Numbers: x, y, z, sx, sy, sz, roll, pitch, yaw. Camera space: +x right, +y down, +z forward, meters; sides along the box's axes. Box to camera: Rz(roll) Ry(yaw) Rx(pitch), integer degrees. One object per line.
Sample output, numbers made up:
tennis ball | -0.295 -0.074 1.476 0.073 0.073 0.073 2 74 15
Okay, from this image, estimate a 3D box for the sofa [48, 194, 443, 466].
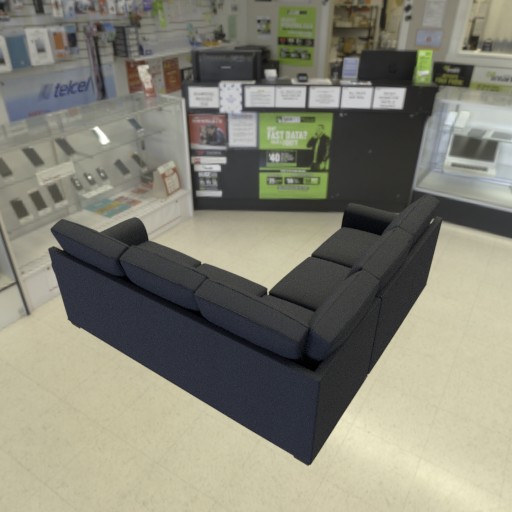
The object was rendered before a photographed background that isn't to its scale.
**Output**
sofa | 0.000 0.000 4.006 2.562 1.042 2.487 20 37 29
